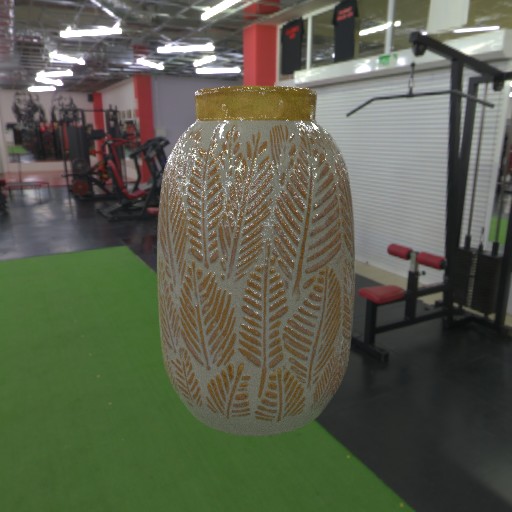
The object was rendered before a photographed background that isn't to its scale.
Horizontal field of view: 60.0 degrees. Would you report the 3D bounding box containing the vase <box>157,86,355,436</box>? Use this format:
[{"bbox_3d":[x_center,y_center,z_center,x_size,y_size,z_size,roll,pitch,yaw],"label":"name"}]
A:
[{"bbox_3d":[0.000,0.000,0.387,0.172,0.270,0.172,0,15,0],"label":"vase"}]
